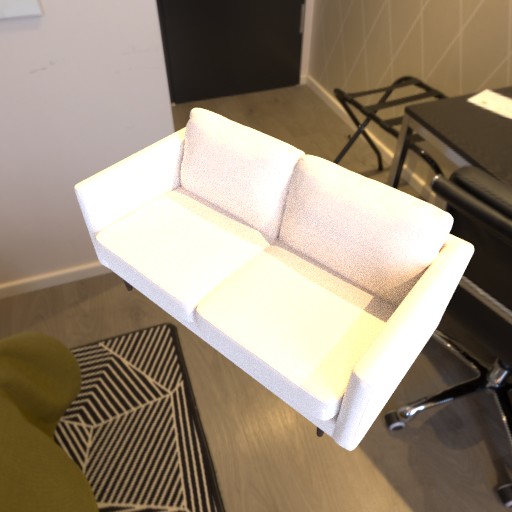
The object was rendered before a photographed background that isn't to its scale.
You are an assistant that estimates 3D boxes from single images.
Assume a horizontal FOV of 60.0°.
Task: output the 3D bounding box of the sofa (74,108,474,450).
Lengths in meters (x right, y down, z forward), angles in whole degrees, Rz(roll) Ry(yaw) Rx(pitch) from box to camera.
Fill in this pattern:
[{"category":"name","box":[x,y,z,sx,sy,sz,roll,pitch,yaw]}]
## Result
[{"category":"sofa","box":[0.000,0.000,2.226,1.713,0.893,0.940,31,52,27]}]
